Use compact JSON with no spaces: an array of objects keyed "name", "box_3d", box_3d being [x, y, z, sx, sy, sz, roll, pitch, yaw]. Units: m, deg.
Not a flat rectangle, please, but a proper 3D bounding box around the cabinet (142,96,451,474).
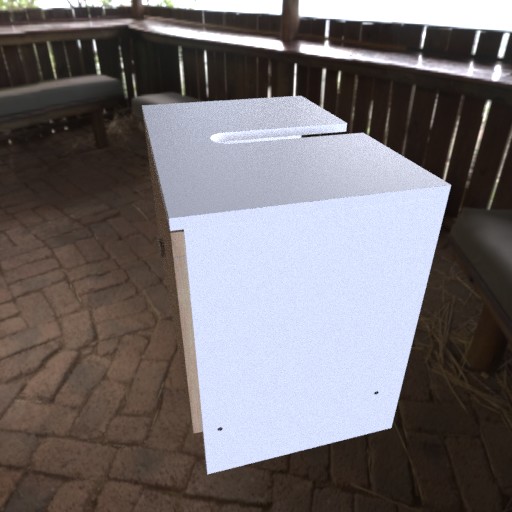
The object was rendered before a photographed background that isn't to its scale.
[{"name":"cabinet","box_3d":[0.000,0.000,0.956,0.400,0.522,0.600,-8,32,-13]}]
